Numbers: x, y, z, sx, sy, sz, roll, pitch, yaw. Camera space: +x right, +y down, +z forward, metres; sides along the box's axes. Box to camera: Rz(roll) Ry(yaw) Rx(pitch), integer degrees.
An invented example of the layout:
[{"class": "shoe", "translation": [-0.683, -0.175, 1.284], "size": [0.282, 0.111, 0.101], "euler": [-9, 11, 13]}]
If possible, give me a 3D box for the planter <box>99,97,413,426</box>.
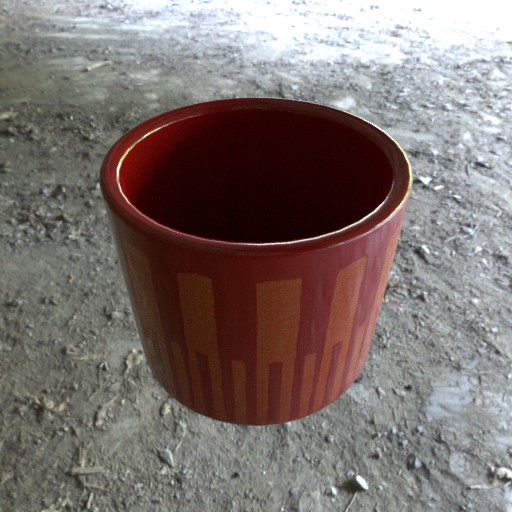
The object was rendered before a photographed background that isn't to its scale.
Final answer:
[{"class": "planter", "translation": [0.000, 0.000, 0.398], "size": [0.230, 0.202, 0.230], "euler": [0, 41, 0]}]
